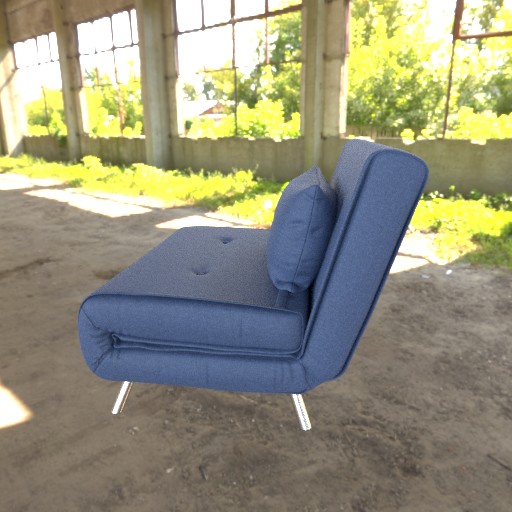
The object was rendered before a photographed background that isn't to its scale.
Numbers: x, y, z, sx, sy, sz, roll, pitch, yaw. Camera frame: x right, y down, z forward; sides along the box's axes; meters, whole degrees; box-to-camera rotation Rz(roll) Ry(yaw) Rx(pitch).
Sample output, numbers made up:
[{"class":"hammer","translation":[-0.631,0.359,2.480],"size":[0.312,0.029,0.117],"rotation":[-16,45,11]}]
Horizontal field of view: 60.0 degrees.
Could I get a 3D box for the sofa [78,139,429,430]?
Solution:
[{"class":"sofa","translation":[0.000,0.000,1.718],"size":[0.996,0.860,0.999],"rotation":[2,16,7]}]
